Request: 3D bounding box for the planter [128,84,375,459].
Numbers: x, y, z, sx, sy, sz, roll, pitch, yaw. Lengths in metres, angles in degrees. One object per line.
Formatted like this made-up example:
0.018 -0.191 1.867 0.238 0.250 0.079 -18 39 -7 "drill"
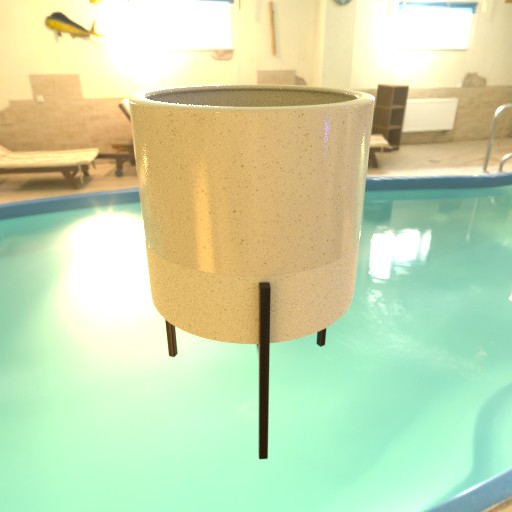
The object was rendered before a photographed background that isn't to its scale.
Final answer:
0.000 0.000 0.332 0.159 0.230 0.152 -17 30 -32 "planter"
